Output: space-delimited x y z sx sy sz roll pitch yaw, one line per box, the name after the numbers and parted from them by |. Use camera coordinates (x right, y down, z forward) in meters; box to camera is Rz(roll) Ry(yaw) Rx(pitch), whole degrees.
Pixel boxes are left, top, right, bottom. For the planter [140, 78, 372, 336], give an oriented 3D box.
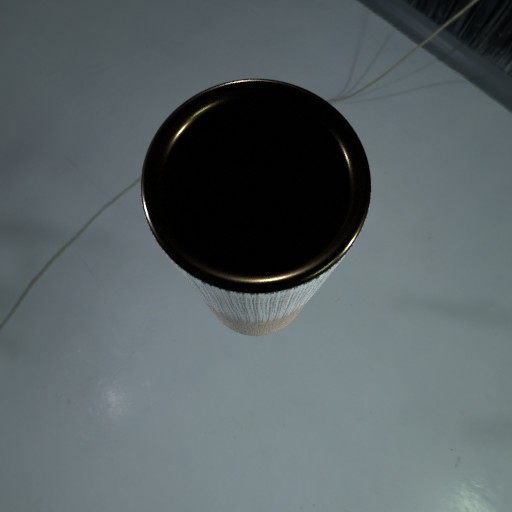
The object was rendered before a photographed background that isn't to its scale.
0.000 0.000 0.322 0.099 0.278 0.099 38 79 9 | planter
